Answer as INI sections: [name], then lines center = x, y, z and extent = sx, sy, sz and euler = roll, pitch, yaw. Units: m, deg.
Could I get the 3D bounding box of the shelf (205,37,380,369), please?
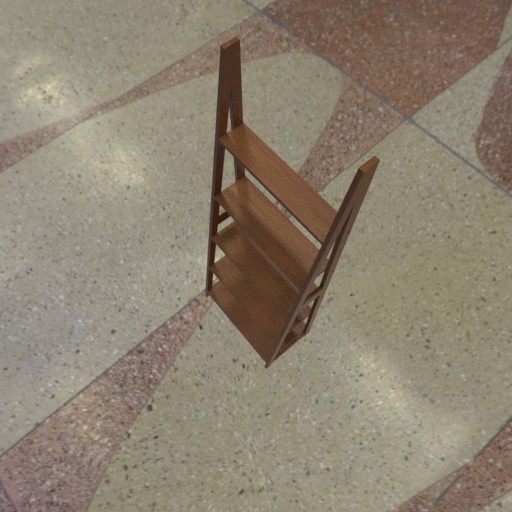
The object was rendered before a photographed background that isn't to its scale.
[shelf]
center = 0.000, 0.000, 2.060
extent = 0.356, 1.780, 0.630
euler = -37, 70, -16
